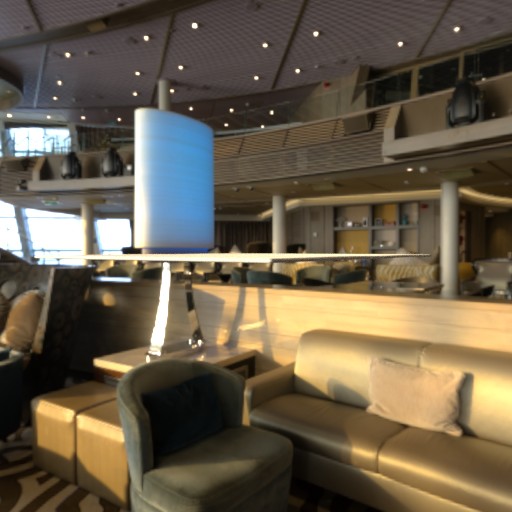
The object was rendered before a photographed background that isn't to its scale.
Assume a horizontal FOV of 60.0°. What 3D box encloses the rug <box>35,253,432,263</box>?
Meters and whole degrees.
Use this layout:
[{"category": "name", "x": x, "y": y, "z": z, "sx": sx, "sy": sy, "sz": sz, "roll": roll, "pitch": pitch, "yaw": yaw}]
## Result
[{"category": "rug", "x": 0.000, "y": 0.000, "z": 4.251, "sx": 2.462, "sy": 0.030, "sz": 3.066, "roll": 1, "pitch": 1, "yaw": 36}]
